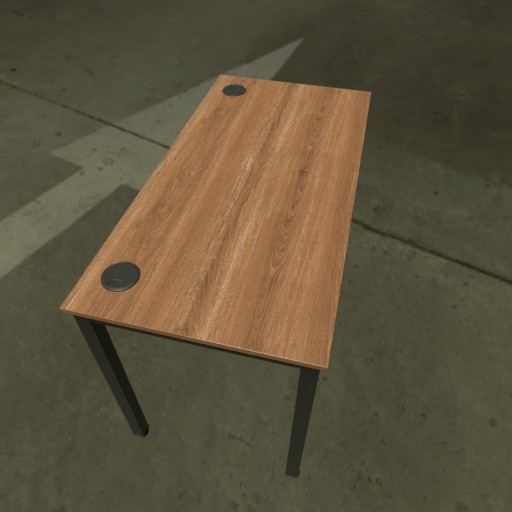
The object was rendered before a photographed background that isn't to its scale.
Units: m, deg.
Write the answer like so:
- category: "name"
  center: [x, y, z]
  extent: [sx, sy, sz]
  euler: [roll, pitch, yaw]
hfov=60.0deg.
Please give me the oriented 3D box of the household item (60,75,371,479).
- category: "household item"
  center: [0.000, 0.000, 1.604]
  extent: [0.600, 0.750, 1.200]
  euler: [10, 48, 10]
